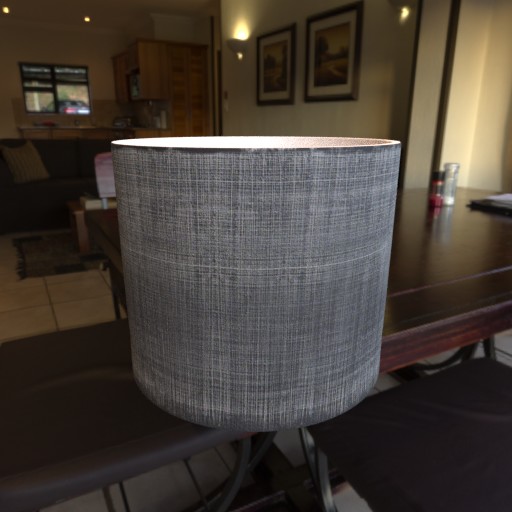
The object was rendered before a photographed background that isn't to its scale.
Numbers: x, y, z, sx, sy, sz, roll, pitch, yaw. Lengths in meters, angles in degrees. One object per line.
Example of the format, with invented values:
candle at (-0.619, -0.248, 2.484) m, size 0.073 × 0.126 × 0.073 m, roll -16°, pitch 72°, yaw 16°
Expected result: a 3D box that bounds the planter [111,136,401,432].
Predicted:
planter at (0.000, 0.000, 0.438) m, size 0.254 × 0.221 × 0.254 m, roll 0°, pitch 17°, yaw 0°
